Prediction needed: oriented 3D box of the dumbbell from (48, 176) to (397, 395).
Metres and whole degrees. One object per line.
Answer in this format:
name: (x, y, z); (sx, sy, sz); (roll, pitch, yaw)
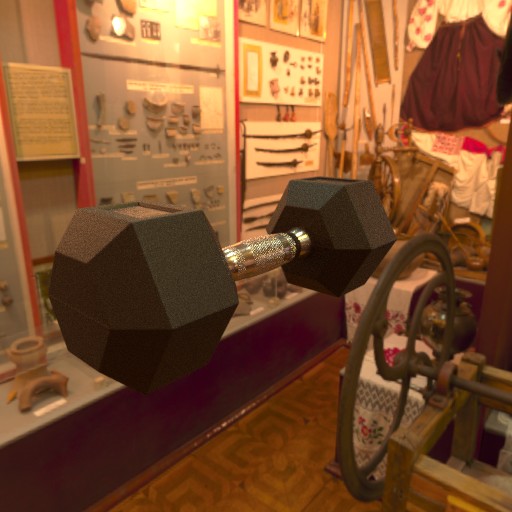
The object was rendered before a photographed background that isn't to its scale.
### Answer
dumbbell: (0.000, 0.000, 0.422); (0.141, 0.123, 0.356); (14, 21, 40)
